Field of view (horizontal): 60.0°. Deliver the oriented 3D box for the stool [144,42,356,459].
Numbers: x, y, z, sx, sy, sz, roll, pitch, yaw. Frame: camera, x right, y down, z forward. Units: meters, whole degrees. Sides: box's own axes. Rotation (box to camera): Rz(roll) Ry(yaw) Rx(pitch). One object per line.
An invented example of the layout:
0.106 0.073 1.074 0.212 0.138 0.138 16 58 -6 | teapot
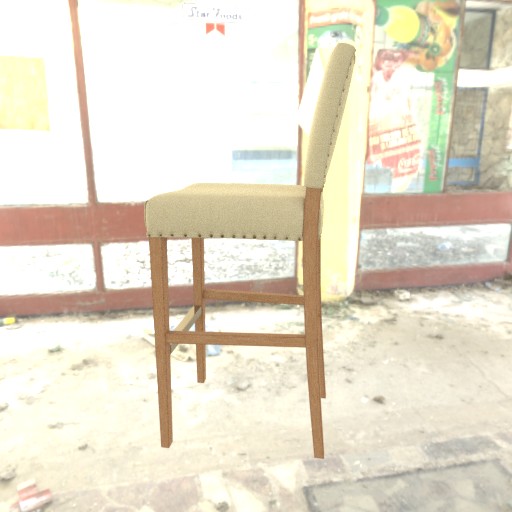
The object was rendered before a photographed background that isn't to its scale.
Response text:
0.000 0.000 1.388 0.546 1.143 0.428 2 15 9 | stool
